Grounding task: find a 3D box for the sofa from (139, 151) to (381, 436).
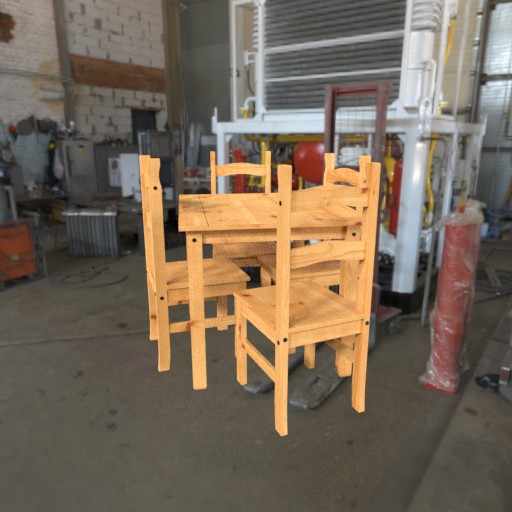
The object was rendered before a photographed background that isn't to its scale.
[{"bbox_3d":[0.000,0.000,2.272,1.144,1.000,1.529,-2,15,-9],"label":"sofa"}]
